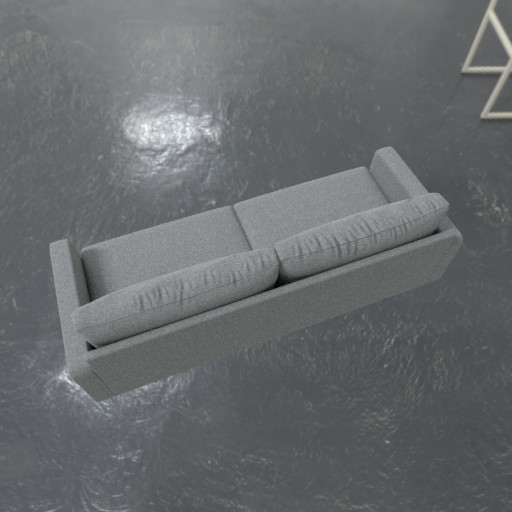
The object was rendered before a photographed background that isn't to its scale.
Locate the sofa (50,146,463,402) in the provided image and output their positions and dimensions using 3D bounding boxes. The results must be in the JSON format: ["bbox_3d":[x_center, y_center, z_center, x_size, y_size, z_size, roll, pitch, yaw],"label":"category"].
[{"bbox_3d":[0.000,0.000,2.655,2.200,0.880,0.880,-18,58,-11],"label":"sofa"}]
